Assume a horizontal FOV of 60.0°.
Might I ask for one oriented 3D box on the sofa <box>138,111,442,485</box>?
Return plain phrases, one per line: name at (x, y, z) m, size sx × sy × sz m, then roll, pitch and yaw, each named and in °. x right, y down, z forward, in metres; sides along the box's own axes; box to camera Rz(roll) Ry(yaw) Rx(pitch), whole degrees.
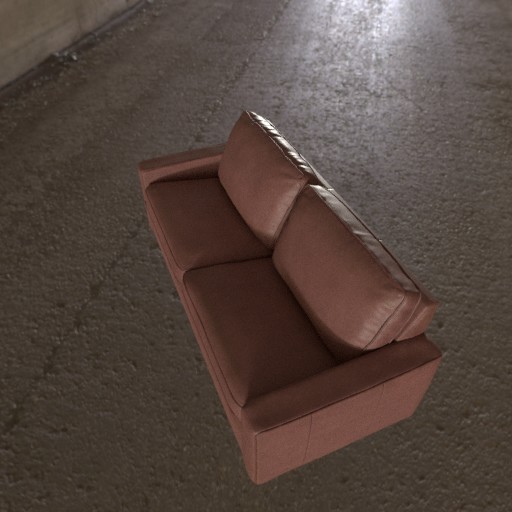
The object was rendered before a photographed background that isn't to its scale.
sofa at (0.000, 0.000, 2.551) m, size 0.940 × 0.919 × 2.080 m, roll -17°, pitch 46°, yaw -16°
